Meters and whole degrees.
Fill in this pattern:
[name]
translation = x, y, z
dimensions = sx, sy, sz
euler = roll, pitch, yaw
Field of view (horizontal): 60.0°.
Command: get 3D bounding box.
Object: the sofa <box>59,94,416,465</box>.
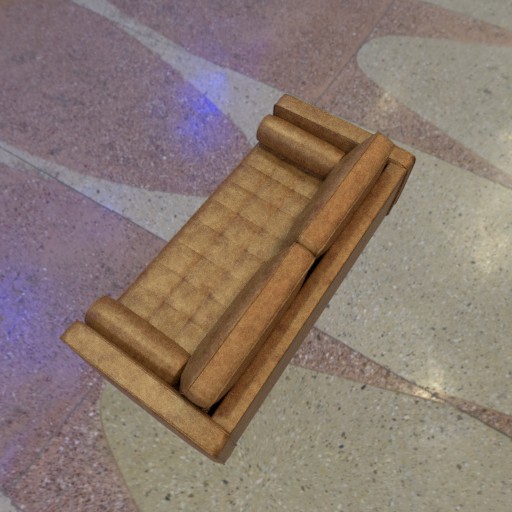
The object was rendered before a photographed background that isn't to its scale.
[sofa]
translation = 0.000, 0.000, 2.433
dimensions = 0.924, 0.825, 1.920
euler = 31, 67, 15
